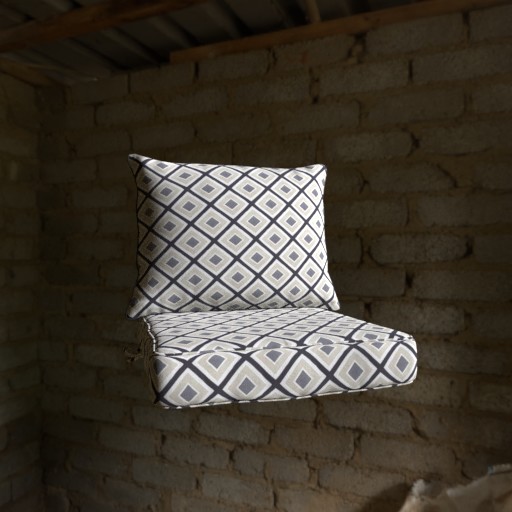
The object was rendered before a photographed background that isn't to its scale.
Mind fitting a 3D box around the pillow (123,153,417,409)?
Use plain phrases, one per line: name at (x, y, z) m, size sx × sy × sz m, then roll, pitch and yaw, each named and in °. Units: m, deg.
pillow at (0.000, 0.000, 1.393) m, size 0.798 × 0.722 × 0.733 m, roll 0°, pitch 1°, yaw -17°
